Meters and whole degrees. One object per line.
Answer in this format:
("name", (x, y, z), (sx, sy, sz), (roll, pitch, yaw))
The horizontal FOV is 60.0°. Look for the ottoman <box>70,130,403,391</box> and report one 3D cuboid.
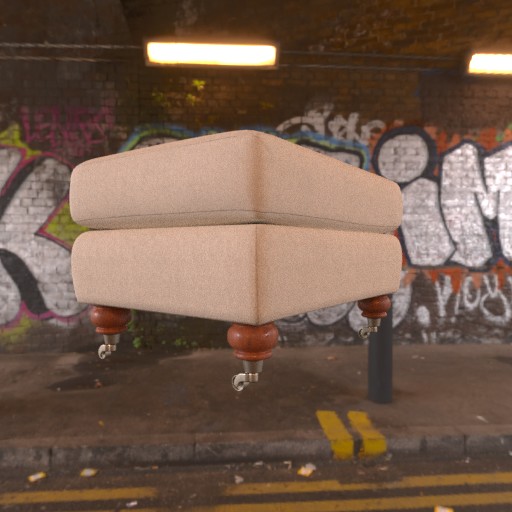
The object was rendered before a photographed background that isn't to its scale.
("ottoman", (0.000, 0.000, 1.183), (0.569, 0.499, 0.773), (1, 1, 36))
